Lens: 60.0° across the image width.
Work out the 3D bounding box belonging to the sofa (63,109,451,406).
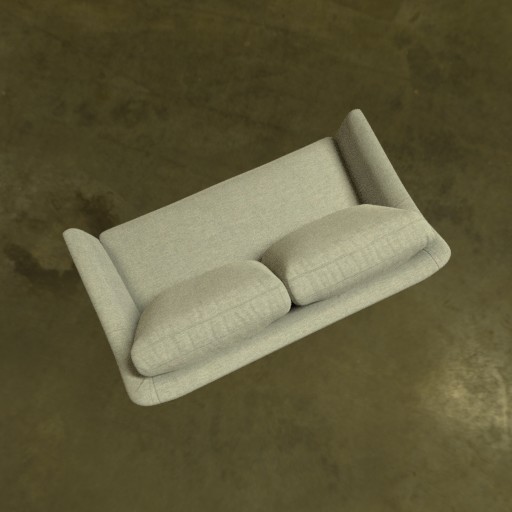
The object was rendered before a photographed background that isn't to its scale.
[{"bbox_3d":[0.000,0.000,2.228,1.619,0.904,0.960,-24,75,-7],"label":"sofa"}]
